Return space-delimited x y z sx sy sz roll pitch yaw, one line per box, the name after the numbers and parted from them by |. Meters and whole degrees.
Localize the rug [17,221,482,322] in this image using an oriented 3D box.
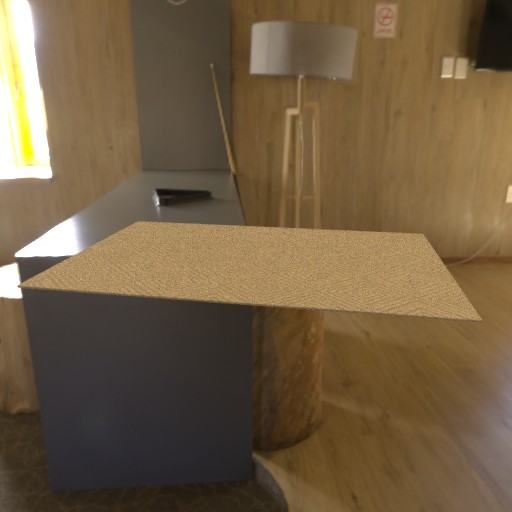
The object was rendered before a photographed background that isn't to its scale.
0.000 0.000 2.171 1.753 0.008 1.143 3 18 10 | rug
